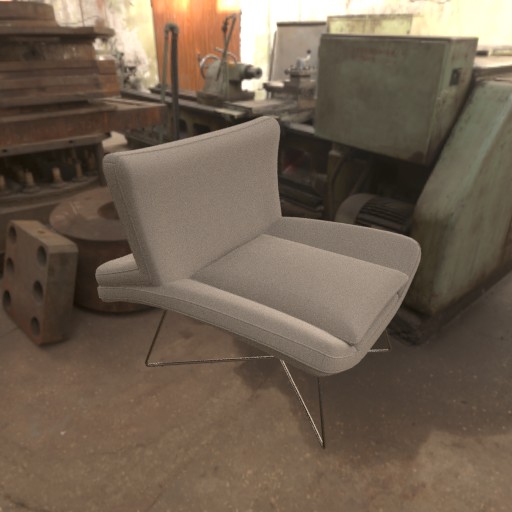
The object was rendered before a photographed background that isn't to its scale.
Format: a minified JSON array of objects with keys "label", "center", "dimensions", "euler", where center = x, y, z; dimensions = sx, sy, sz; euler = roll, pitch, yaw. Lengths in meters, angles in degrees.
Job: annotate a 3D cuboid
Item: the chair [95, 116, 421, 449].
[{"label":"chair","center":[0.000,0.000,1.644],"dimensions":[1.008,0.855,0.859],"euler":[17,31,31]}]
